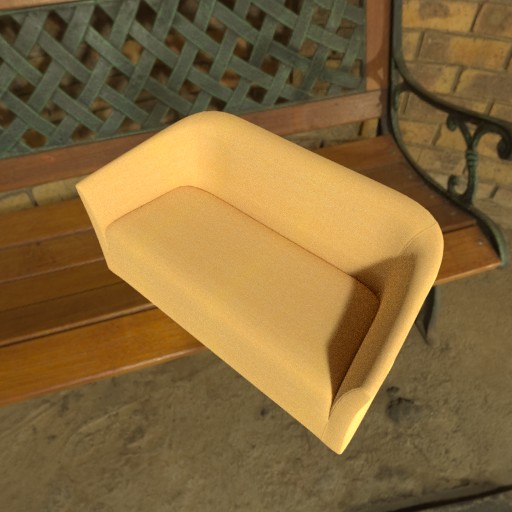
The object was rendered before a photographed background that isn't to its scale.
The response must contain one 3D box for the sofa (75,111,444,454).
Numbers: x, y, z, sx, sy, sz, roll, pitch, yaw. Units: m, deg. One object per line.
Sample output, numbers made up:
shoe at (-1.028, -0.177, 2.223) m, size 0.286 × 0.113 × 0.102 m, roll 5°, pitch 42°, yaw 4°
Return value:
sofa at (0.000, 0.000, 1.897) m, size 1.452 × 0.721 × 0.705 m, roll 33°, pitch 55°, yaw 26°
